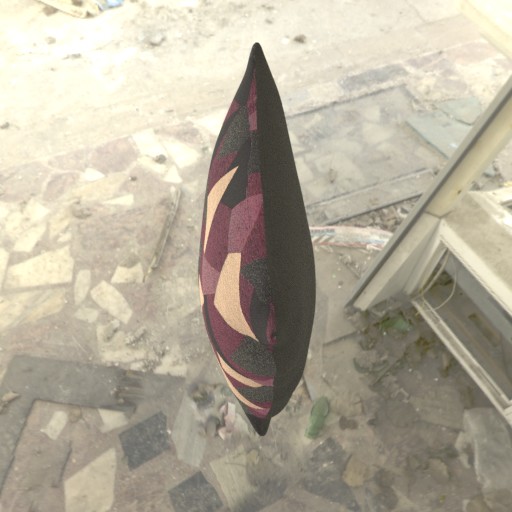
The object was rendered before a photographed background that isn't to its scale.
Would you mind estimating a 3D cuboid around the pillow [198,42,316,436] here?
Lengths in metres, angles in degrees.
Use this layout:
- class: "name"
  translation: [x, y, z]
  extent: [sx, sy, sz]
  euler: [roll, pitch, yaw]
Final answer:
- class: "pillow"
  translation: [0.000, 0.000, 0.768]
  extent: [0.208, 0.496, 0.503]
  euler: [-2, 58, -1]
